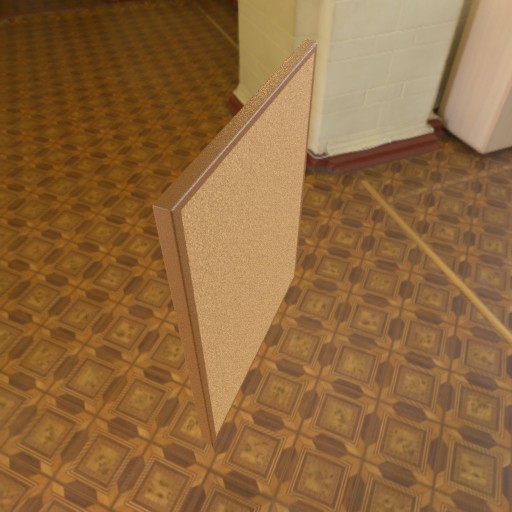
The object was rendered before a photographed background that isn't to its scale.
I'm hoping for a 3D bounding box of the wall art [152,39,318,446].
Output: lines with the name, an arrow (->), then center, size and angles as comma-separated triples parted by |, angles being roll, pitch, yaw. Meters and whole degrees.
wall art -> 0.000, 0.000, 0.516 | 0.015, 0.379, 0.310 | 17, 48, 16
